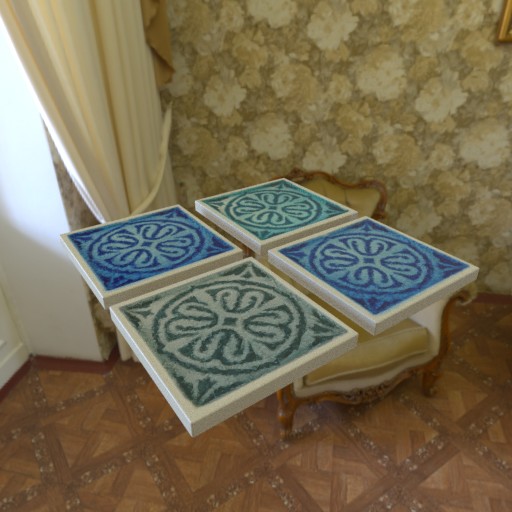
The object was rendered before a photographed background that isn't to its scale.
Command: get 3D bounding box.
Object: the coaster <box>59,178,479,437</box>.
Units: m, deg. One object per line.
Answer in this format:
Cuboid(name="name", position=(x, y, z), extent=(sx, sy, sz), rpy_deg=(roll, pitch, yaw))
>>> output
Cuboid(name="coaster", position=(0.000, 0.000, 0.321), extent=(0.219, 0.010, 0.214), rpy_deg=(-19, 35, -30))
